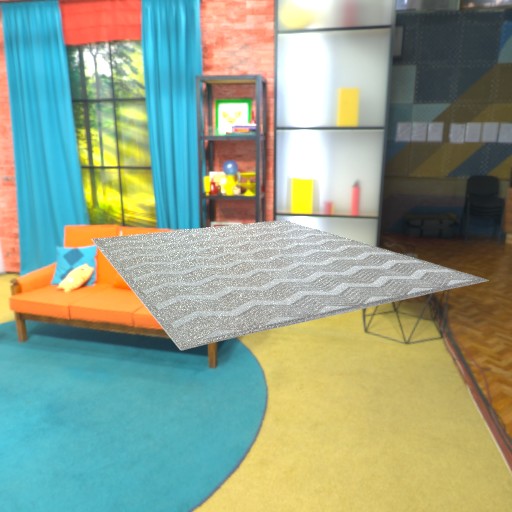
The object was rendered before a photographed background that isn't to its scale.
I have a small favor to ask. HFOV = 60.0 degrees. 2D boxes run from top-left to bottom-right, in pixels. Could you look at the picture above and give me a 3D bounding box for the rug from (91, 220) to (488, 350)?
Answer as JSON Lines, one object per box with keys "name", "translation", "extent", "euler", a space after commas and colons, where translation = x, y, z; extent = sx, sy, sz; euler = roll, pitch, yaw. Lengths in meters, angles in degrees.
{"name": "rug", "translation": [0.000, 0.000, 3.974], "extent": [2.391, 0.005, 2.880], "euler": [-8, 17, -27]}
